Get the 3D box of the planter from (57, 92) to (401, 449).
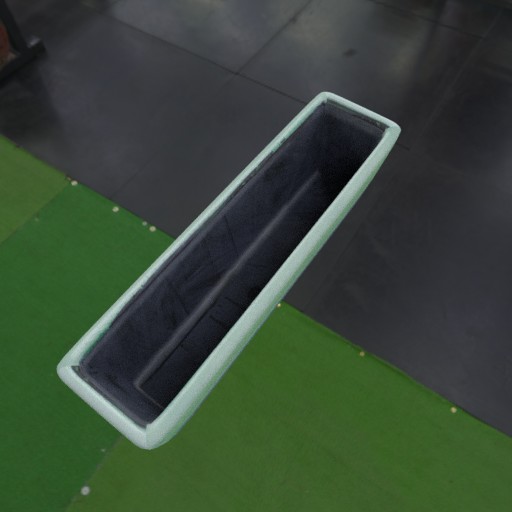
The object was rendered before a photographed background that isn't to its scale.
[{"bbox_3d":[0.000,0.000,0.311,0.072,0.072,0.275,32,65,17],"label":"planter"}]
